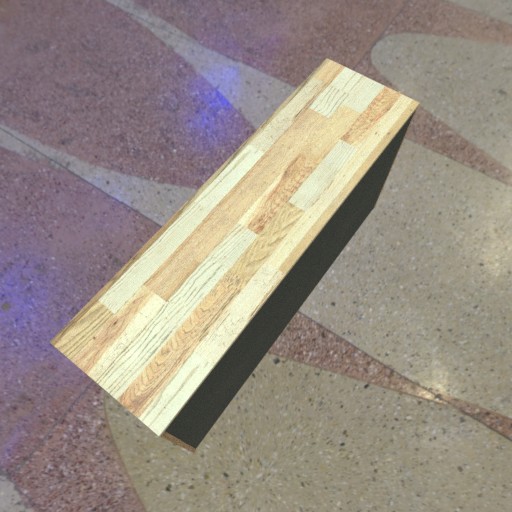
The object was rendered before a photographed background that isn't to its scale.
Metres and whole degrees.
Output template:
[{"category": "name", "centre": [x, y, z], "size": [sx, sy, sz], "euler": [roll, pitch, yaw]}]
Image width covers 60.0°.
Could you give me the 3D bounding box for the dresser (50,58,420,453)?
[{"category": "dresser", "centre": [0.000, 0.000, 1.929], "size": [0.487, 0.834, 1.547], "euler": [33, 68, 16]}]
